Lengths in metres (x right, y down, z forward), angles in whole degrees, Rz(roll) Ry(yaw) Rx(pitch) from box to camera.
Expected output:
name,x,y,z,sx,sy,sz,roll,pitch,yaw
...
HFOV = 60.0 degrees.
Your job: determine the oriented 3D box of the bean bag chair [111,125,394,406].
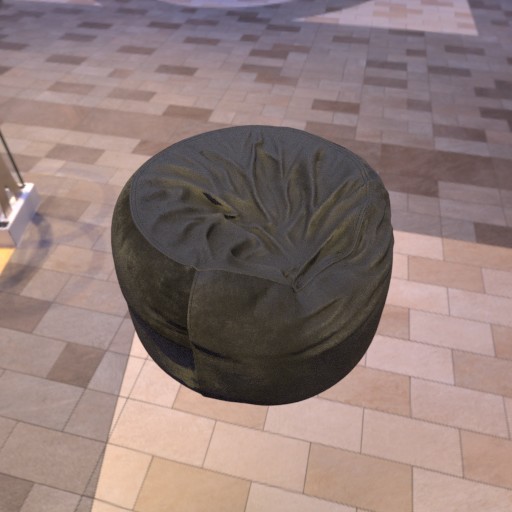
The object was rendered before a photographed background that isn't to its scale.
name,x,y,z,sx,sy,sz,roll,pitch,yaw
bean bag chair,0.000,0.000,1.532,0.918,0.605,0.918,0,46,0
